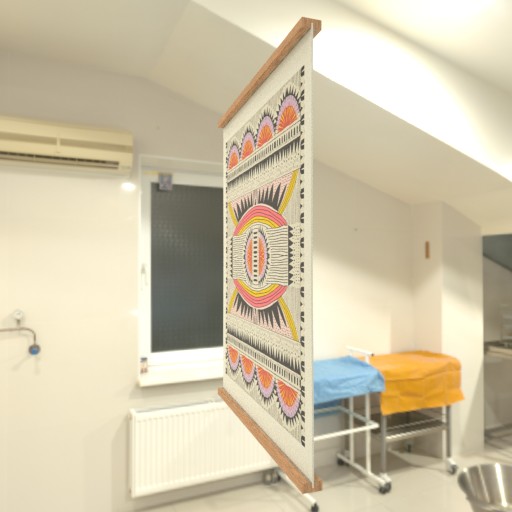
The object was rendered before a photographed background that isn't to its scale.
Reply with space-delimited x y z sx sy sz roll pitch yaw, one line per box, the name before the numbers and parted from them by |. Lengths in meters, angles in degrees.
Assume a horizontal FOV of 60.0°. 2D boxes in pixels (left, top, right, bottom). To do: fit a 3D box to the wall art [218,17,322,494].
wall art | 0.000 0.000 0.785 0.028 0.609 0.456 0 -1 -19
